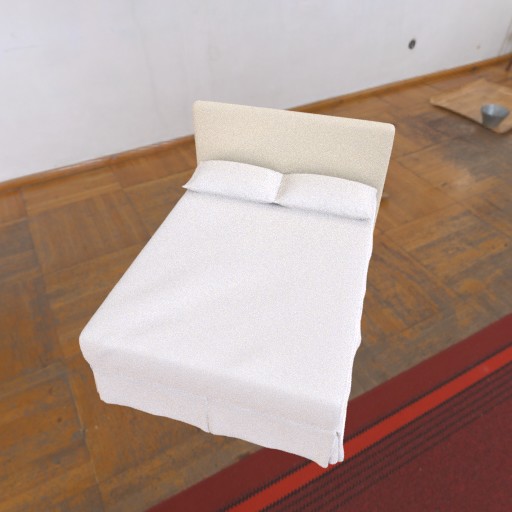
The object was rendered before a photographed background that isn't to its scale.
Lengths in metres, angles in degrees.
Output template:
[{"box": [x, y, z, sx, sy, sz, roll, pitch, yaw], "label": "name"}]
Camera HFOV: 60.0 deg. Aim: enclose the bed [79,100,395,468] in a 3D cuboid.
[{"box": [0.000, 0.000, 3.222, 1.714, 1.330, 2.147, 11, 43, 12], "label": "bed"}]
